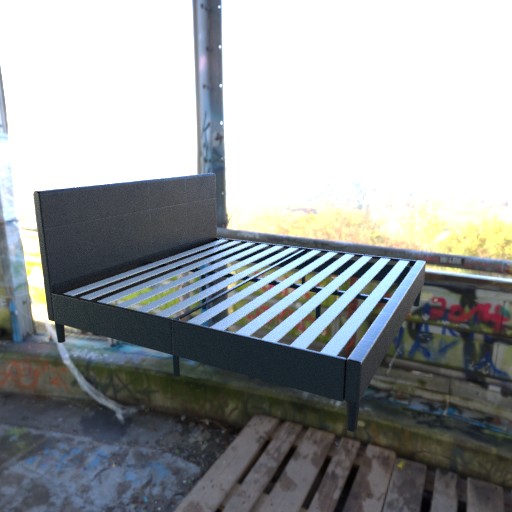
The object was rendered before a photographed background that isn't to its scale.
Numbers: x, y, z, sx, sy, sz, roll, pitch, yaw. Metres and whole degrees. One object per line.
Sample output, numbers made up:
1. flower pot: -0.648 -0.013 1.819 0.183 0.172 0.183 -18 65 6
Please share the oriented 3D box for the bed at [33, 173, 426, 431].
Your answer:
1. bed: 0.000 0.000 3.308 2.152 1.046 2.018 8 16 27
